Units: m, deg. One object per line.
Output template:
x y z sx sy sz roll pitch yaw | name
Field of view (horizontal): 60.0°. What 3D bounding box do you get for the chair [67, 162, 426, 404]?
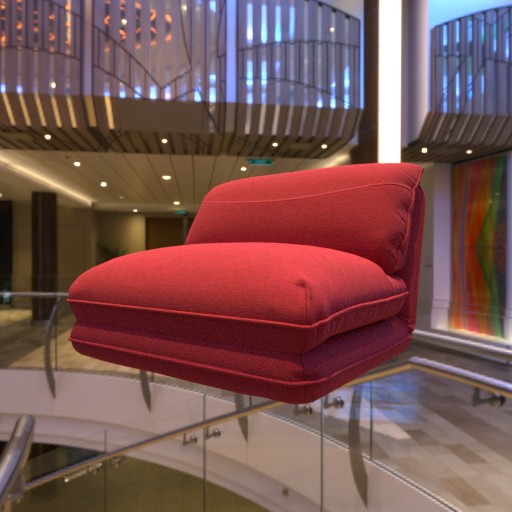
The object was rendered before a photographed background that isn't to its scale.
0.000 0.000 1.324 0.820 0.580 0.780 0 0 36 | chair
